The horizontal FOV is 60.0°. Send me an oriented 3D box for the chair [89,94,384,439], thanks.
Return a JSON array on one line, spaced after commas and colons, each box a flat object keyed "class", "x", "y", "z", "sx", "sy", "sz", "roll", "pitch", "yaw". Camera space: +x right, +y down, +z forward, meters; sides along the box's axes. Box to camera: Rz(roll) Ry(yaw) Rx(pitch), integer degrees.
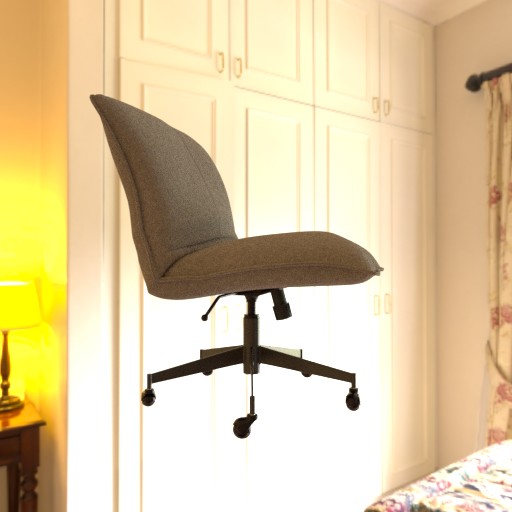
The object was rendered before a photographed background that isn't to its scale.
[{"class": "chair", "x": 0.000, "y": 0.000, "z": 1.255, "sx": 0.696, "sy": 0.811, "sz": 0.597, "roll": 0, "pitch": -1, "yaw": 18}]
